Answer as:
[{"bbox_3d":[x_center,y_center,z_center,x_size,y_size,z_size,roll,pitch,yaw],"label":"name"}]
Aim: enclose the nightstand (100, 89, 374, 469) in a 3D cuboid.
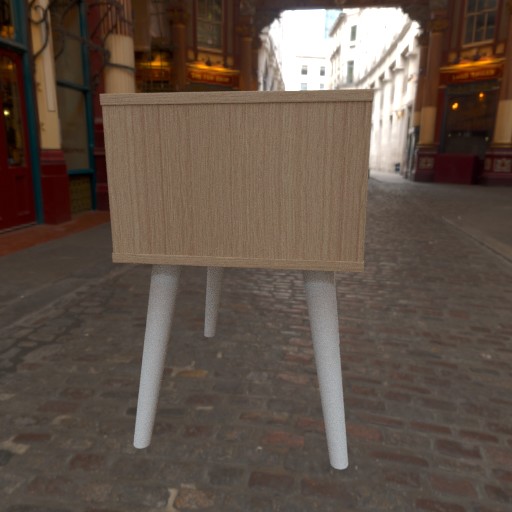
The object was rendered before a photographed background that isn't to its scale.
[{"bbox_3d":[0.000,0.000,0.966,0.407,0.610,0.571,2,14,8],"label":"nightstand"}]
